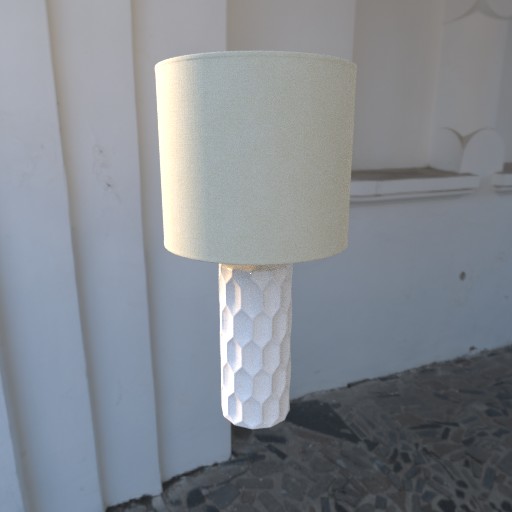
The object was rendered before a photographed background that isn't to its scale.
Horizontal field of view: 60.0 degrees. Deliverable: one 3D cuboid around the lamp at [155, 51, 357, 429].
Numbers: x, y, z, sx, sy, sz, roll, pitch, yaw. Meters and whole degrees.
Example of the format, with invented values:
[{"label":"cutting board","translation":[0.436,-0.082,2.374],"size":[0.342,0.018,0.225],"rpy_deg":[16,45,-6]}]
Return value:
[{"label":"lamp","translation":[0.000,0.000,0.687],"size":[0.277,0.537,0.277],"rpy_deg":[-2,15,-9]}]
